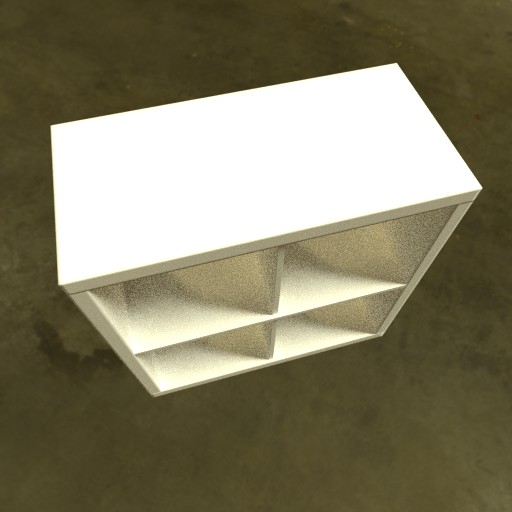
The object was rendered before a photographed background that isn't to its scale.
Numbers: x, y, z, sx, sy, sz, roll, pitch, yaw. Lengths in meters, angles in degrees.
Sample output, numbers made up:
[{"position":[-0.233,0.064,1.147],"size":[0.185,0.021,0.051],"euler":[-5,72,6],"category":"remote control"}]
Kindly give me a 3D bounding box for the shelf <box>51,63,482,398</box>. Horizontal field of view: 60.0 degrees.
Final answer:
[{"position":[0.000,0.000,1.227],"size":[0.790,0.786,0.390],"euler":[-13,60,-8],"category":"shelf"}]
